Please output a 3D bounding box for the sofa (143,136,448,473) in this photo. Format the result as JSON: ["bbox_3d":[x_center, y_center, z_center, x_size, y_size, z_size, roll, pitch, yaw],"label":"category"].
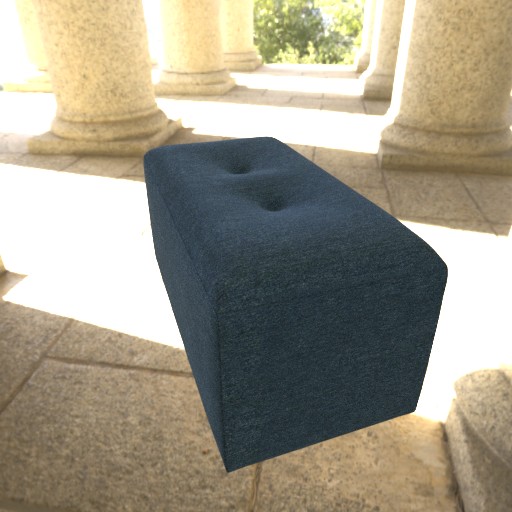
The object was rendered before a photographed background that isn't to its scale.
[{"bbox_3d":[0.000,0.000,1.229,0.480,0.470,0.930,-10,31,-17],"label":"sofa"}]
